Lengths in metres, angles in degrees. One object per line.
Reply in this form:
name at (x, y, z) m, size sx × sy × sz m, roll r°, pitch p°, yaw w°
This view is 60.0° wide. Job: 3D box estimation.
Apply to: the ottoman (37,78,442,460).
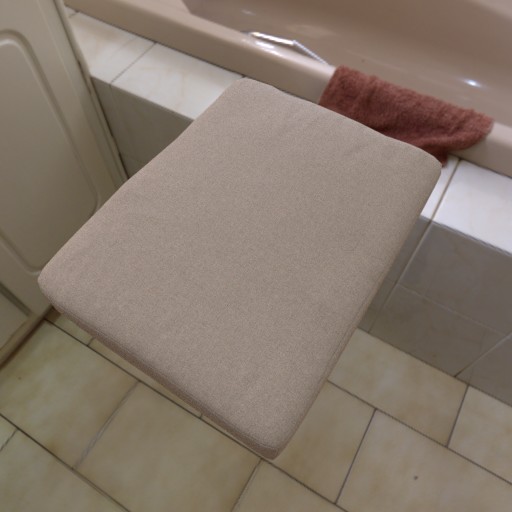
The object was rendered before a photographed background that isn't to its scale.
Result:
ottoman at (0.000, 0.000, 1.285) m, size 0.692 × 0.511 × 0.902 m, roll 29°, pitch 63°, yaw 16°
